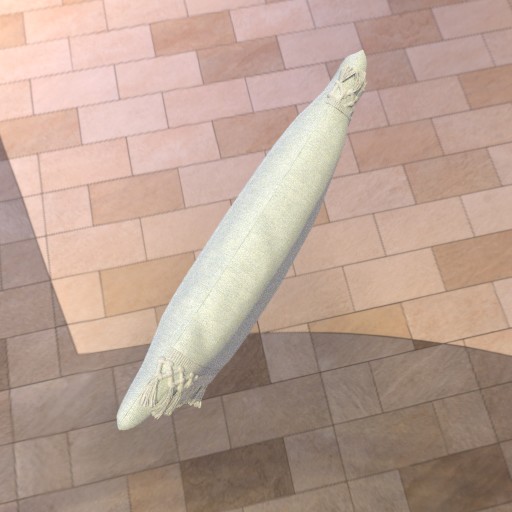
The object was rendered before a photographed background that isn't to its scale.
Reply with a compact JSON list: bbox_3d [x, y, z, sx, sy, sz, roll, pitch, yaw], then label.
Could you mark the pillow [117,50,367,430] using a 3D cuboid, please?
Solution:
[{"bbox_3d":[0.000,0.000,0.583,0.084,0.305,0.466,31,77,8],"label":"pillow"}]
